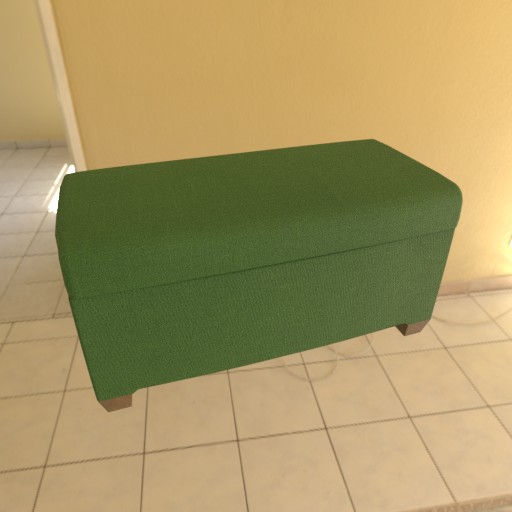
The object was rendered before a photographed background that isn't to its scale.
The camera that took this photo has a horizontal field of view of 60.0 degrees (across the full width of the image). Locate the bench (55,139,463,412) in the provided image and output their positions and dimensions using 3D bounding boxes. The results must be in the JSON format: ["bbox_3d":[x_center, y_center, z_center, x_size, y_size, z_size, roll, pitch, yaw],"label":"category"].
[{"bbox_3d":[0.000,0.000,1.281,0.989,0.501,0.505,-10,33,-16],"label":"bench"}]
